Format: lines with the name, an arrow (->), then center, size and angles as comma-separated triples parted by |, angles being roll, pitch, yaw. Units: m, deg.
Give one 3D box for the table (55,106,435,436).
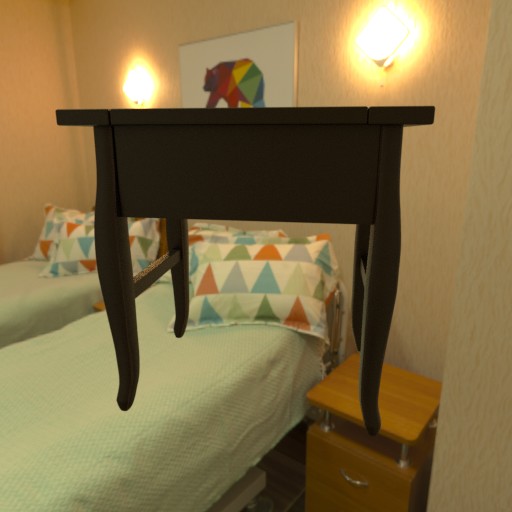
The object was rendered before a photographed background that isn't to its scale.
table -> 0.000, 0.000, 0.987 | 0.602, 0.604, 0.460 | 2, 16, 9
